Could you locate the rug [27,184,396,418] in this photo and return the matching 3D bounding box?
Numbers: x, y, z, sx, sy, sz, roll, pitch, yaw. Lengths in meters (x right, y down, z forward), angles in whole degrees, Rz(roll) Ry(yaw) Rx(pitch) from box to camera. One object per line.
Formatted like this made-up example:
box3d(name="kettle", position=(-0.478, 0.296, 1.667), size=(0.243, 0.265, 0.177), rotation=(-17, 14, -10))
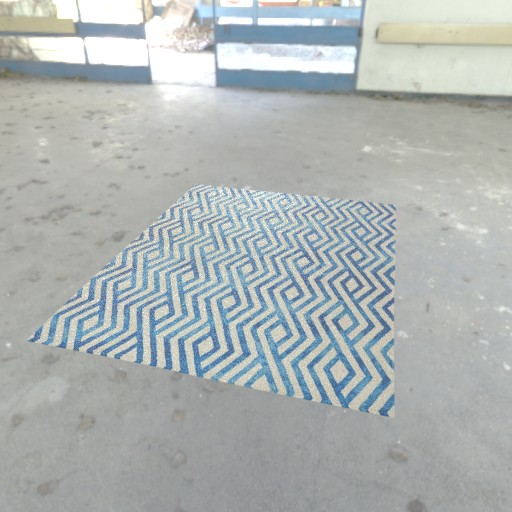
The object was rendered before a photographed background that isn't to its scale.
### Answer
box3d(name="rug", position=(0.000, 0.000, 4.039), size=(2.453, 0.008, 3.059), rotation=(8, 31, 13))
